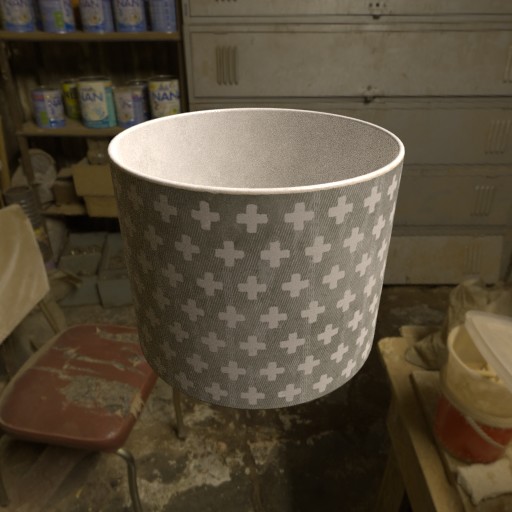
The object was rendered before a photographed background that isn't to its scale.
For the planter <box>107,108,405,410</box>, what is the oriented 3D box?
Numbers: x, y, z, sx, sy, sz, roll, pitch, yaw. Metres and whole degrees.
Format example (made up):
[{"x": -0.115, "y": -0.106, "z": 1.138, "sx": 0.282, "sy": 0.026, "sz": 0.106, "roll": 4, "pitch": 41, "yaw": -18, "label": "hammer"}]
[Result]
[{"x": 0.000, "y": 0.000, "z": 0.339, "sx": 0.190, "sy": 0.181, "sz": 0.190, "roll": 0, "pitch": 30, "yaw": 0, "label": "planter"}]
